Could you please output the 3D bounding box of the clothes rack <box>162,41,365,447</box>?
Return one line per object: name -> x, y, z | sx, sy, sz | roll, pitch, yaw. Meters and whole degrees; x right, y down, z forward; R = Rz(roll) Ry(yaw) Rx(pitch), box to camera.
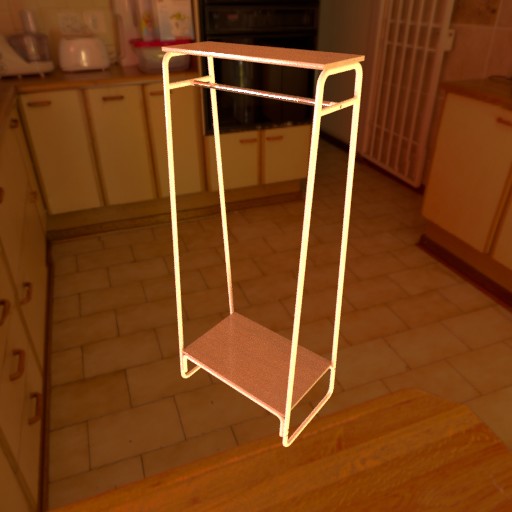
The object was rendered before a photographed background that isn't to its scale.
clothes rack -> 0.000, 0.000, 1.789 | 0.640, 1.512, 0.400 | 23, 38, 32
